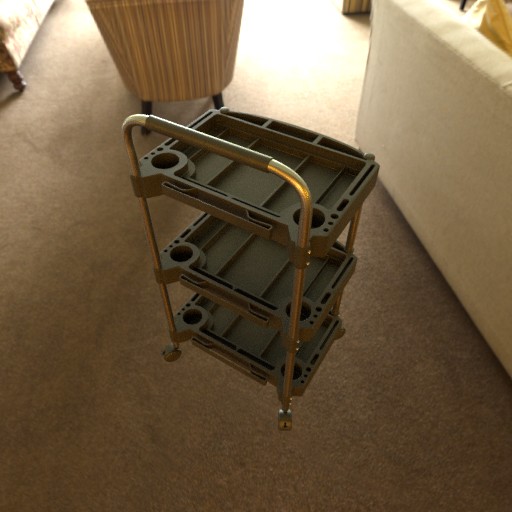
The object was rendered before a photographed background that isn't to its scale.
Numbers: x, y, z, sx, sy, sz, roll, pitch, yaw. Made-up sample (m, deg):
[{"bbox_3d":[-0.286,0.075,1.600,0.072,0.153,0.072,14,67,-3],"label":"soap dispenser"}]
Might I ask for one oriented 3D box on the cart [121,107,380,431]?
[{"bbox_3d":[0.000,0.000,1.428,0.584,1.075,0.518,24,51,21],"label":"cart"}]
